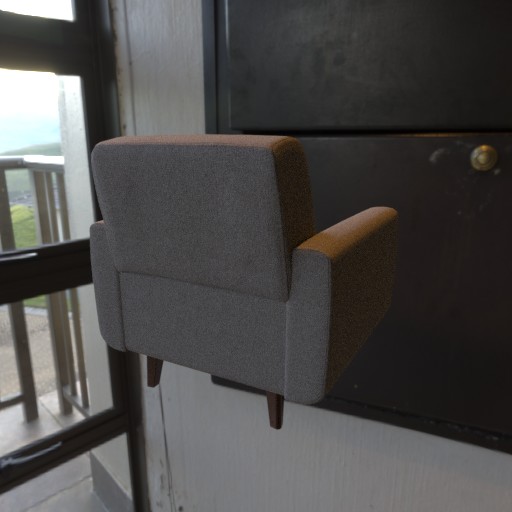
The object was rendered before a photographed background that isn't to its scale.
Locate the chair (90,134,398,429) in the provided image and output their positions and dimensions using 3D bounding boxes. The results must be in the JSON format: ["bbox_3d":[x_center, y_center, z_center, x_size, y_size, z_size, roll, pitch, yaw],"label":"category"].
[{"bbox_3d":[0.000,0.000,1.589,0.831,0.839,0.907,8,17,27],"label":"chair"}]
